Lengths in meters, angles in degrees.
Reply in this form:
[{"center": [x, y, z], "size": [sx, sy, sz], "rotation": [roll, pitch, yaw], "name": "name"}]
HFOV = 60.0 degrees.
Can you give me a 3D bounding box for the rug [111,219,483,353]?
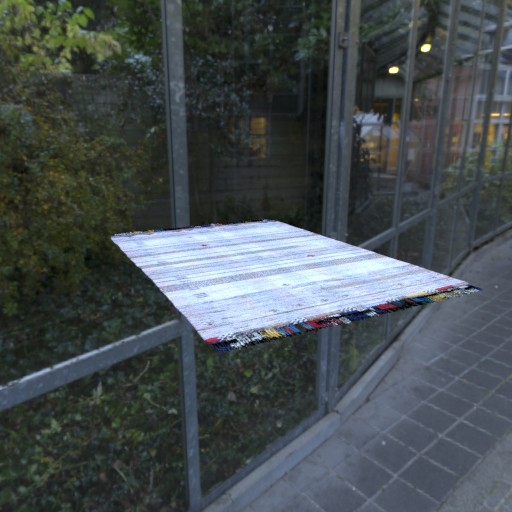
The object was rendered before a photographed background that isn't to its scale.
[{"center": [0.000, 0.000, 2.349], "size": [1.217, 0.012, 1.848], "rotation": [-8, 17, -27], "name": "rug"}]
